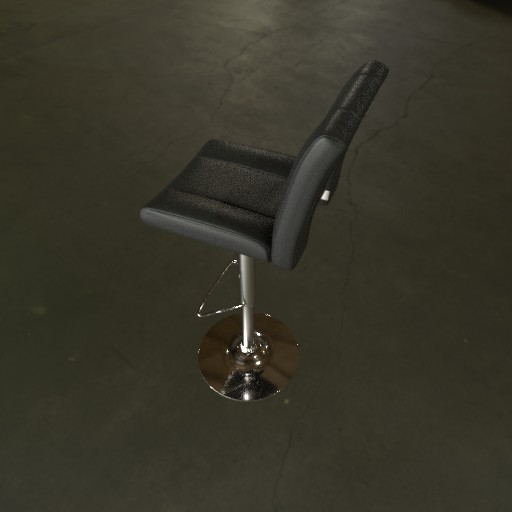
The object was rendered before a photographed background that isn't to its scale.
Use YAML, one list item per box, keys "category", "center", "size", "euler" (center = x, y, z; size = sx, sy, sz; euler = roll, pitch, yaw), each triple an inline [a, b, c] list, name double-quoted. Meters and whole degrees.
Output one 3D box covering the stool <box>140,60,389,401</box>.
- category: "stool"
  center: [0.000, 0.000, 1.382]
  size: [0.520, 1.151, 0.415]
  euler: [17, 48, 17]
